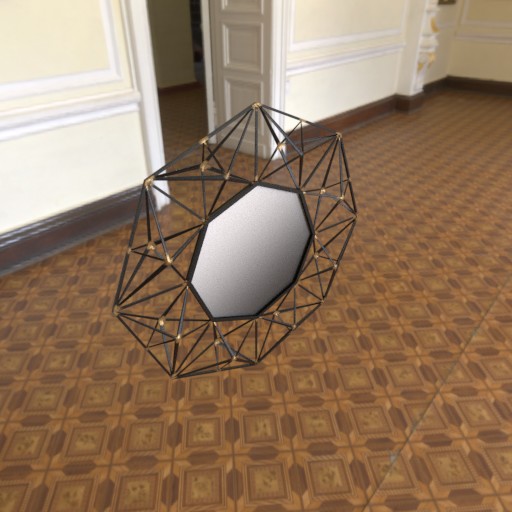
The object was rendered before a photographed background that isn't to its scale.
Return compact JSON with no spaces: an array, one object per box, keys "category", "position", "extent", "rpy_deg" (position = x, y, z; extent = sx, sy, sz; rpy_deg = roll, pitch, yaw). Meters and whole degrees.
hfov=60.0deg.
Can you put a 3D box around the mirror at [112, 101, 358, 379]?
[{"category":"mirror","position":[0.000,0.000,1.057],"extent":[0.710,0.710,0.094],"rpy_deg":[-21,37,-31]}]
